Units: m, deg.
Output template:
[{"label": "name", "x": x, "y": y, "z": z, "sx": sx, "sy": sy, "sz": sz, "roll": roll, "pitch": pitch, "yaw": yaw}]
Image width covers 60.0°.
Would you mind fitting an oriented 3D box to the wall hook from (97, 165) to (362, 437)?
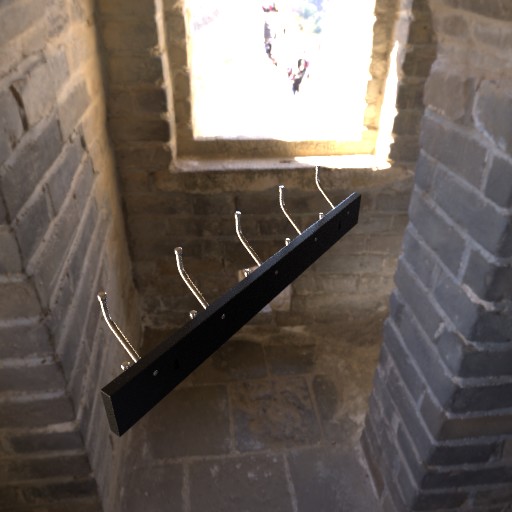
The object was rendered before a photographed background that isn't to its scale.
[{"label": "wall hook", "x": 0.000, "y": 0.000, "z": 0.629, "sx": 0.071, "sy": 0.117, "sz": 0.571, "roll": 20, "pitch": 37, "yaw": 29}]
